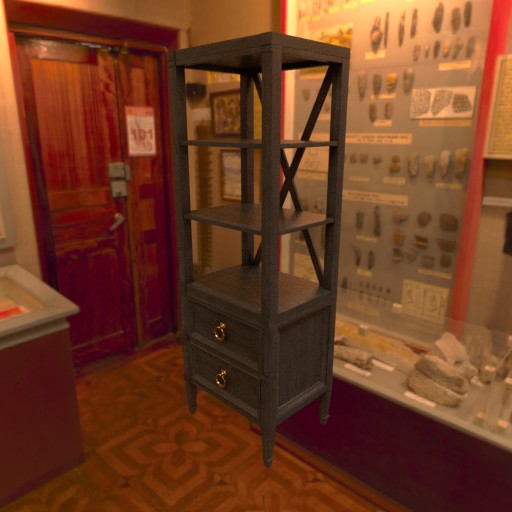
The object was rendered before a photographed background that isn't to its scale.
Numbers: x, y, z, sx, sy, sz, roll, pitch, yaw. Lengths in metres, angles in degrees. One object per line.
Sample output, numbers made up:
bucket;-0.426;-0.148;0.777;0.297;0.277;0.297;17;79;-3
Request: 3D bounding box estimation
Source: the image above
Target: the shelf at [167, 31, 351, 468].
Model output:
shelf;0.000;0.000;2.025;0.584;1.727;0.472;15;22;42
